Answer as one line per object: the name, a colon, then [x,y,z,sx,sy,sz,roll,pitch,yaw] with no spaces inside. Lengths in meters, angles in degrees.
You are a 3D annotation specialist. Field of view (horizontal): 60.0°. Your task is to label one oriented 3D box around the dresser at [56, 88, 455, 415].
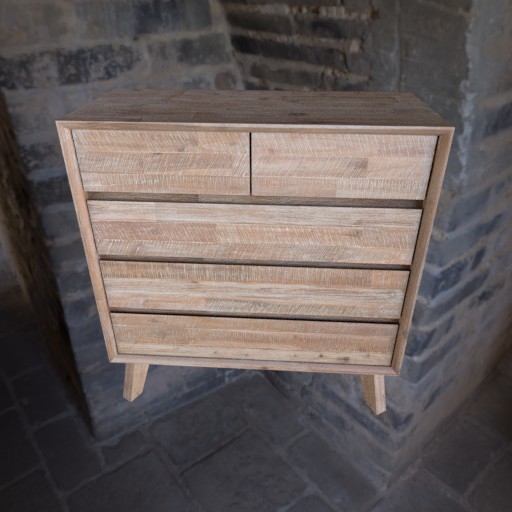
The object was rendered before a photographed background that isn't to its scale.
dresser: [0.000,0.000,1.559,0.998,1.029,0.455,2,30,3]
